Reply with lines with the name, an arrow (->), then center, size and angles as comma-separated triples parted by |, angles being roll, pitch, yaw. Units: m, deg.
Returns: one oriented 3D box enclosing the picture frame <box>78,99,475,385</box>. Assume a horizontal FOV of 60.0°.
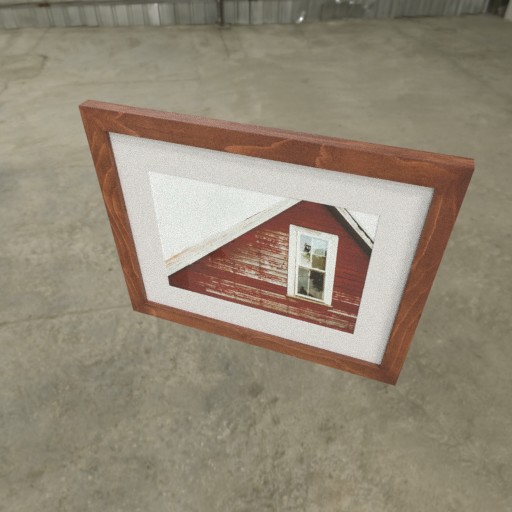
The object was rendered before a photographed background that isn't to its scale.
picture frame -> 0.000, 0.000, 0.754 | 0.559, 0.457, 0.025 | 13, 43, 15
